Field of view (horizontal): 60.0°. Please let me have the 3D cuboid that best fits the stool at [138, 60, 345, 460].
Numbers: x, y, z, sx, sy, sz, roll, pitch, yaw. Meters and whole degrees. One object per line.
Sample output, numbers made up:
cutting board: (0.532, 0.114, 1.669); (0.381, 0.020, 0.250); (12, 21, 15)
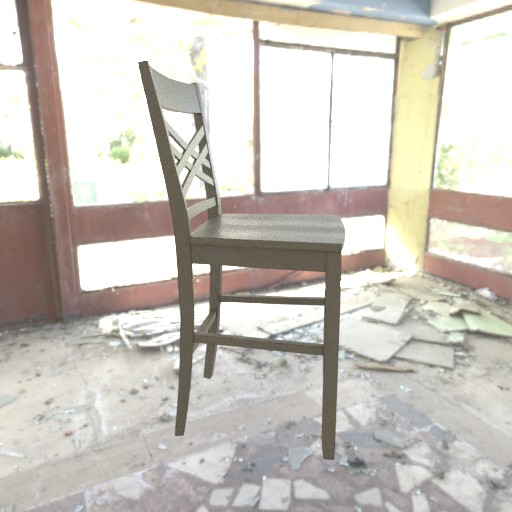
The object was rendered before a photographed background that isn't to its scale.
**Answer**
stool: (0.000, 0.000, 1.390); (0.539, 1.079, 0.462); (2, 15, 8)
